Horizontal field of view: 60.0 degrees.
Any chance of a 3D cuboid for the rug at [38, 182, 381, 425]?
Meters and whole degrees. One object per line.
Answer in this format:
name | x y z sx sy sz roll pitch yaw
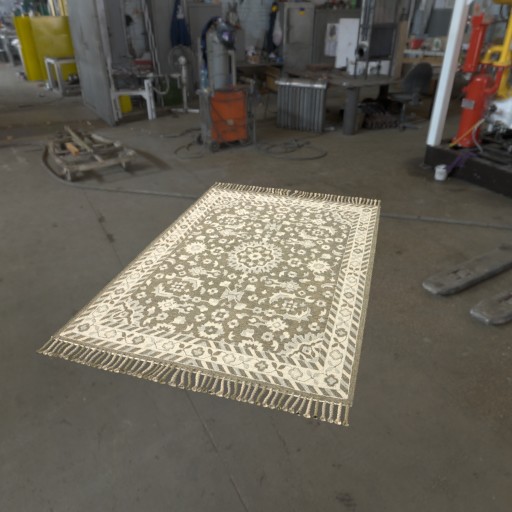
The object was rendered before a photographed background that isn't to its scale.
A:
rug | 0.000 0.000 2.988 1.530 0.025 2.431 9 31 14
